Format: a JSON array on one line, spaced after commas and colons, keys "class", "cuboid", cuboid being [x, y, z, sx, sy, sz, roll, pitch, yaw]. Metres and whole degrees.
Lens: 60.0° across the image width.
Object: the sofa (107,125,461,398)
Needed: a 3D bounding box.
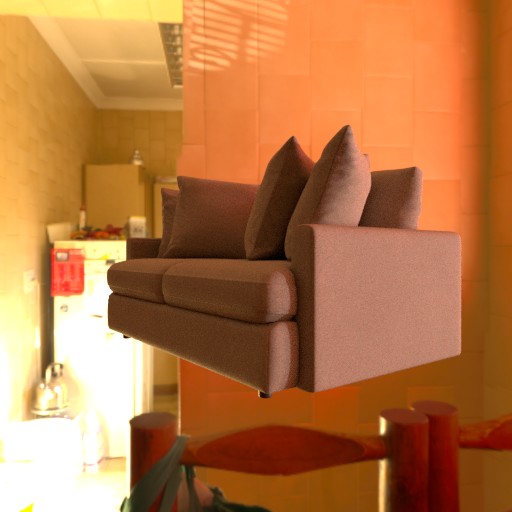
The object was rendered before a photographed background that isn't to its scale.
[{"class": "sofa", "cuboid": [0.000, 0.000, 2.602, 1.228, 1.080, 1.869, 0, 0, -37]}]
